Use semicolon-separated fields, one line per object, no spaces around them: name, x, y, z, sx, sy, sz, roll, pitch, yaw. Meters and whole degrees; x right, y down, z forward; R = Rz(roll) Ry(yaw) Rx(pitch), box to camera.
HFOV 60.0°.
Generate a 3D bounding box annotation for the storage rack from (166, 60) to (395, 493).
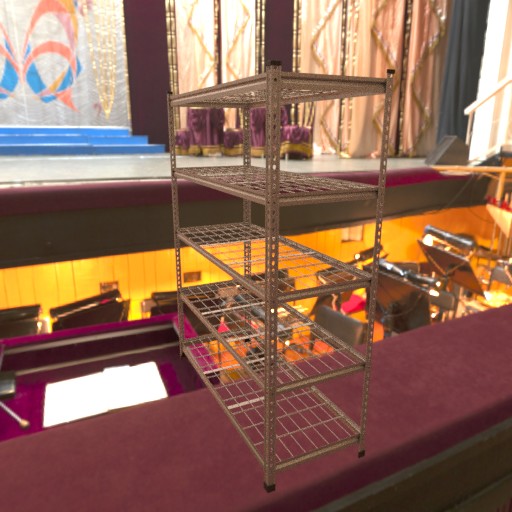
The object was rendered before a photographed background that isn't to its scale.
storage rack;0.000;0.000;2.712;0.610;1.981;1.524;-7;17;-25
